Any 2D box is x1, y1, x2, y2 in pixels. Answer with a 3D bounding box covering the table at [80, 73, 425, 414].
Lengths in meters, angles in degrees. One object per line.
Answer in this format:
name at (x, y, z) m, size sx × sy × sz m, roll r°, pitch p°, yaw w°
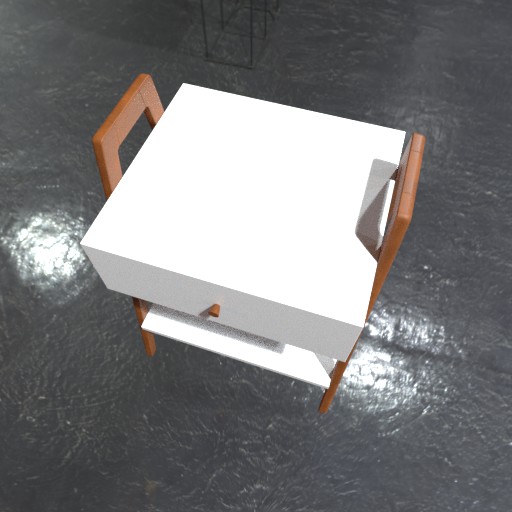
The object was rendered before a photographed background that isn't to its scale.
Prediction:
table at (0.000, 0.000, 0.884) m, size 0.457 × 0.610 × 0.405 m, roll 16°, pitch 59°, yaw 9°
